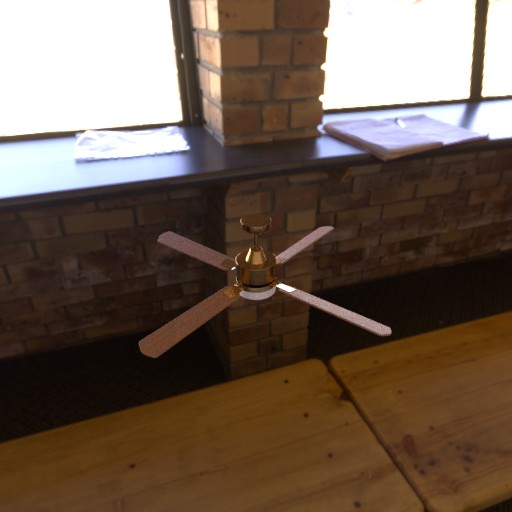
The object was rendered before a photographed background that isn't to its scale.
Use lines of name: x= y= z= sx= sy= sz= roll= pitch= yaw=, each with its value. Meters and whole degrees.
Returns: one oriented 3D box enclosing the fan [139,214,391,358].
fan: x=0.000 y=0.000 z=2.002 sx=1.320 sy=0.355 sz=1.320 roll=22 pitch=36 yaw=33
